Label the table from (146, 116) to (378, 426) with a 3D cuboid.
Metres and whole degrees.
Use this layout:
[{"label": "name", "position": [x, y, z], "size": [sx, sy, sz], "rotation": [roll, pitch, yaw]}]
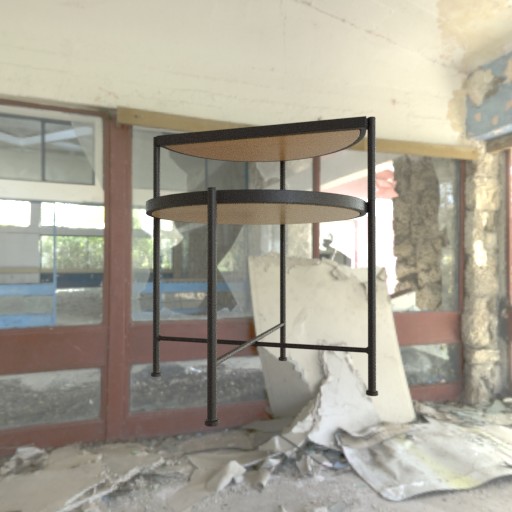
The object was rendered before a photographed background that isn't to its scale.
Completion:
[{"label": "table", "position": [0.000, 0.000, 1.185], "size": [0.629, 0.684, 0.628], "rotation": [0, -1, 17]}]
